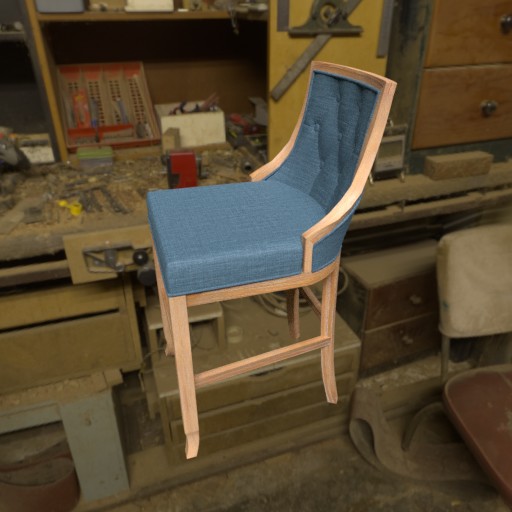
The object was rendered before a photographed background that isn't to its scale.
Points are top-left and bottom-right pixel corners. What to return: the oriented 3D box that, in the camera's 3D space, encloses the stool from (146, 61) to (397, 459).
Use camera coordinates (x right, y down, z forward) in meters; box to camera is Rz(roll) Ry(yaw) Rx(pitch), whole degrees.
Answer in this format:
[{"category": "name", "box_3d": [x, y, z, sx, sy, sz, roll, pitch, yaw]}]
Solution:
[{"category": "stool", "box_3d": [0.000, 0.000, 1.433, 0.626, 1.101, 0.524, -9, 31, -15]}]
